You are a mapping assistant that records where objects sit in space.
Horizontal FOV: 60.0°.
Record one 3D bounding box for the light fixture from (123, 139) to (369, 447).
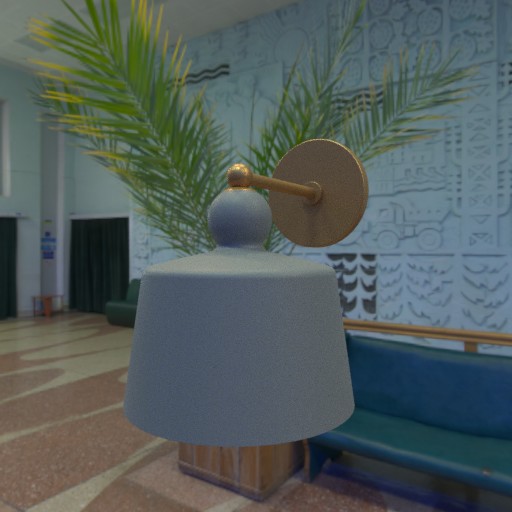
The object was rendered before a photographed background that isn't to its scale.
[{"bbox_3d":[0.000,0.000,0.422,0.204,0.268,0.254,0,1,36],"label":"light fixture"}]
